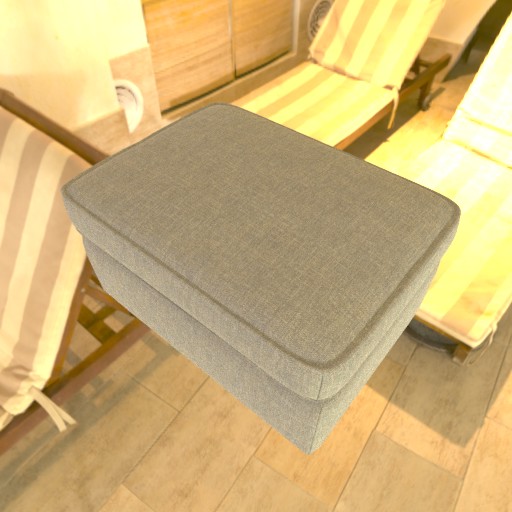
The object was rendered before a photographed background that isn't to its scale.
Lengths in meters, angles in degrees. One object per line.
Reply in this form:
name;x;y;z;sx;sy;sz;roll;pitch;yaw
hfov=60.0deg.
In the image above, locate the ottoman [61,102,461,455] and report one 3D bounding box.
ottoman;0.000;0.000;1.110;0.762;0.457;0.559;31;54;26
